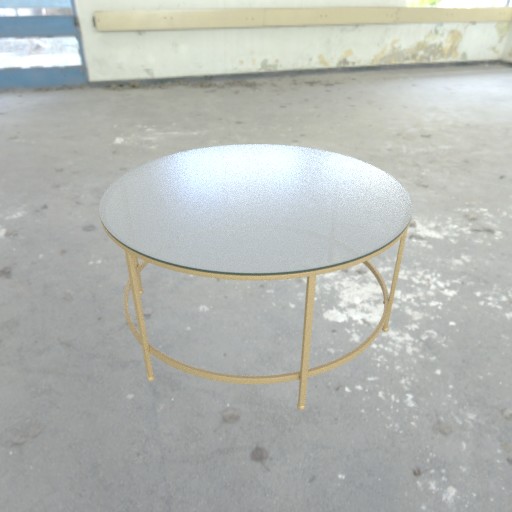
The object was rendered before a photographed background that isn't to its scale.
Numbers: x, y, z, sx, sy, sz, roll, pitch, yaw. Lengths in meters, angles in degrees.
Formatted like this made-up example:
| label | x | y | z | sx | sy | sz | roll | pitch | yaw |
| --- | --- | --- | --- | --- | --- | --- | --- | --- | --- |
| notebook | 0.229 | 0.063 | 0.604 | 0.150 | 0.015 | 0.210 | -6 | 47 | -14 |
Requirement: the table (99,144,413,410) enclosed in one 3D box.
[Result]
| label | x | y | z | sx | sy | sz | roll | pitch | yaw |
| --- | --- | --- | --- | --- | --- | --- | --- | --- | --- |
| table | 0.000 | 0.000 | 1.472 | 0.914 | 0.470 | 0.914 | 0 | 32 | 0 |
